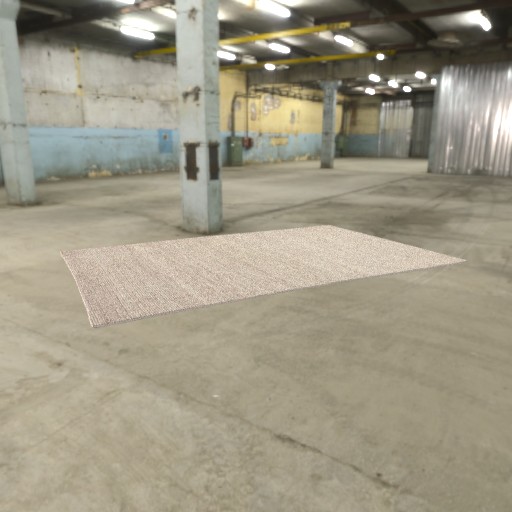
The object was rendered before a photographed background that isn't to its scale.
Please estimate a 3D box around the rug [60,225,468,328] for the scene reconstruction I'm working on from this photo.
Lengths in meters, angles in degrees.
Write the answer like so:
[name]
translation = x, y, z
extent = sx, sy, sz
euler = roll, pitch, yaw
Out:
[rug]
translation = 0.000, 0.000, 2.299
extent = 1.792, 0.021, 1.154
euler = -7, 16, -26
